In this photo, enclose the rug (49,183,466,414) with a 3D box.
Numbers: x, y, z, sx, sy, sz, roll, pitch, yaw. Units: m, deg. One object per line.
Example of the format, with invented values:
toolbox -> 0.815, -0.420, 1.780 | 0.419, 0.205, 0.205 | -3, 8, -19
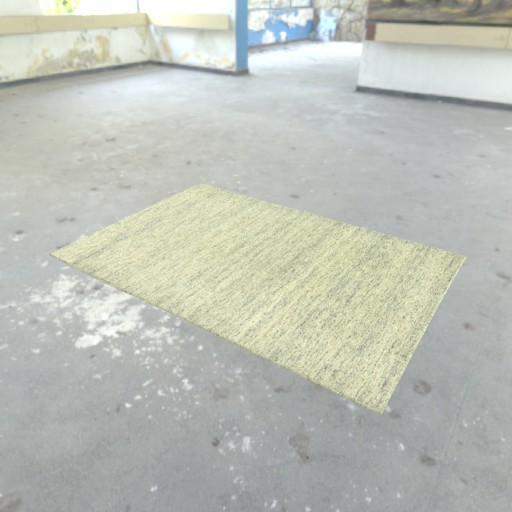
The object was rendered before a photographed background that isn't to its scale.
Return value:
rug -> 0.000, 0.000, 2.352 | 1.846, 0.014, 1.243 | 19, 36, 29
